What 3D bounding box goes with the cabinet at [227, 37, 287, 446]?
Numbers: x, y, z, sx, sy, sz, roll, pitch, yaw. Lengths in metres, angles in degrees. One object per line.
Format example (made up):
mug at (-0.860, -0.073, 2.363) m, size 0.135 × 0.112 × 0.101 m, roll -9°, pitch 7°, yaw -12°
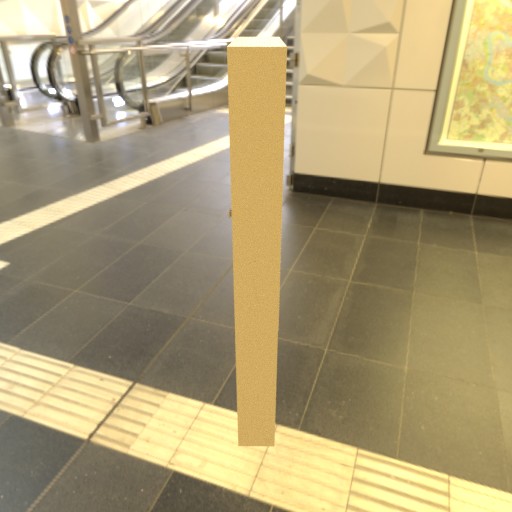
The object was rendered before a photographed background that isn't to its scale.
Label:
cabinet at (0.000, 0.000, 2.025) m, size 0.192 × 1.770 × 0.643 m, roll 0°, pitch 29°, yaw 1°
